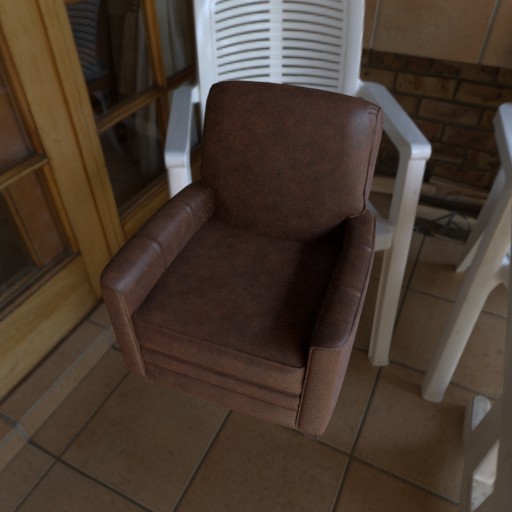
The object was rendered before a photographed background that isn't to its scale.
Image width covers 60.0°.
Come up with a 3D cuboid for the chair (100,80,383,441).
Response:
[{"bbox_3d":[0.000,0.000,1.662,0.839,1.010,0.850,14,43,15],"label":"chair"}]
